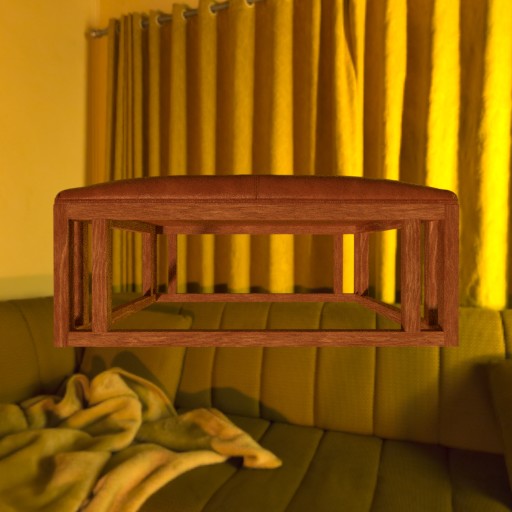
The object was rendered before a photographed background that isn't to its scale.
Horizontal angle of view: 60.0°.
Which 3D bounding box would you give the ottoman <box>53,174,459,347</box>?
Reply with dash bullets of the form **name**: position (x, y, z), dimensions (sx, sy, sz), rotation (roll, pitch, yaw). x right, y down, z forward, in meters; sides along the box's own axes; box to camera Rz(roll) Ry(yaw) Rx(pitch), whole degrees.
- **ottoman**: position (0.000, 0.000, 1.603), dimensions (1.013, 0.442, 1.016), rotation (0, 1, 0)
